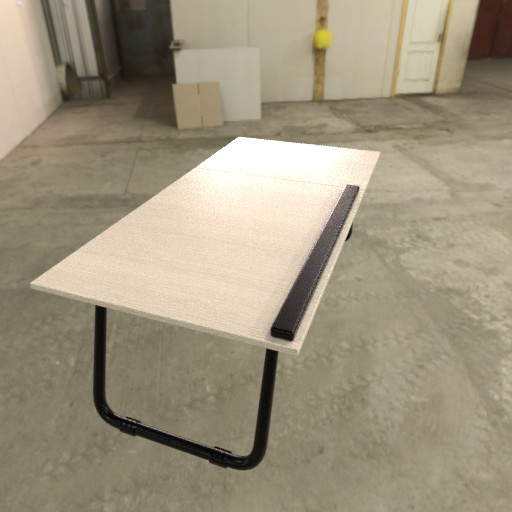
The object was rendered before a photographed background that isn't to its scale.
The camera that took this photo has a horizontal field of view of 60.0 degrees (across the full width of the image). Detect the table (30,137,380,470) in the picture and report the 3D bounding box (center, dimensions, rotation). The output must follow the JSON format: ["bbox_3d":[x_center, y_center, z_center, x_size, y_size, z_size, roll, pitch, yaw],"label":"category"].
[{"bbox_3d":[0.000,0.000,0.780,0.322,0.242,0.644,11,32,17],"label":"table"}]
